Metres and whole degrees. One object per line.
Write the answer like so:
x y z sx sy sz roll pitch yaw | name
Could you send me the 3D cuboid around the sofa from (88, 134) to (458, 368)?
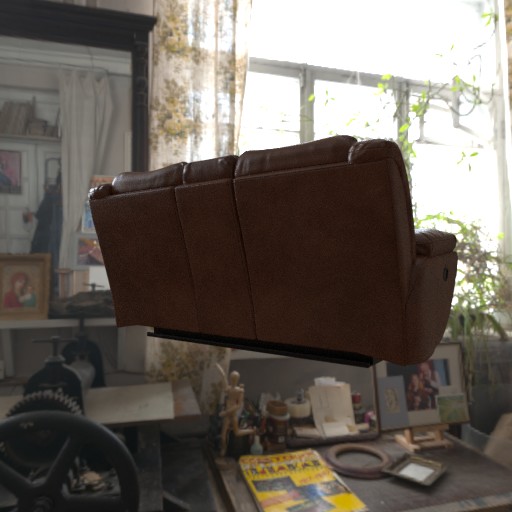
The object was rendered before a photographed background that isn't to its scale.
0.000 0.000 2.624 2.058 1.043 0.991 -1 -1 36 | sofa
